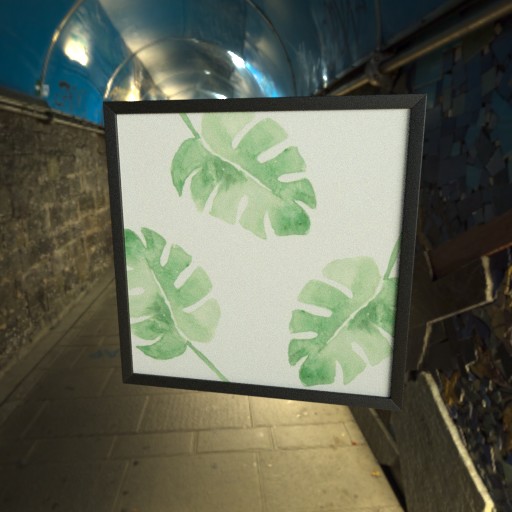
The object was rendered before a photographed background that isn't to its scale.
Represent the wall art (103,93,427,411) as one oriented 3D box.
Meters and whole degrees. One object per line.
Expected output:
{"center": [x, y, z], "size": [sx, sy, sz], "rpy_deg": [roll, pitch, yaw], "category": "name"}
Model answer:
{"center": [0.000, 0.000, 0.755], "size": [0.508, 0.508, 0.036], "rpy_deg": [2, 13, 11], "category": "wall art"}
